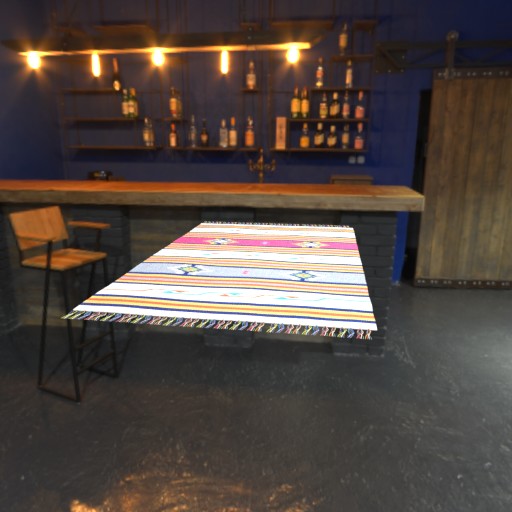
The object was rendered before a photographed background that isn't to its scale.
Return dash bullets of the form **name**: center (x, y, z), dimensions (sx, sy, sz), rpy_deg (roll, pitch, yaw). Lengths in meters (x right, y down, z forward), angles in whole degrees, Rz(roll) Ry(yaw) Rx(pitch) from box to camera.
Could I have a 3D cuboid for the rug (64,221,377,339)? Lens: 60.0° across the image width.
- **rug**: center (0.000, 0.000, 2.336), dimensions (1.084, 0.013, 1.849), rpy_deg (2, 15, 9)
